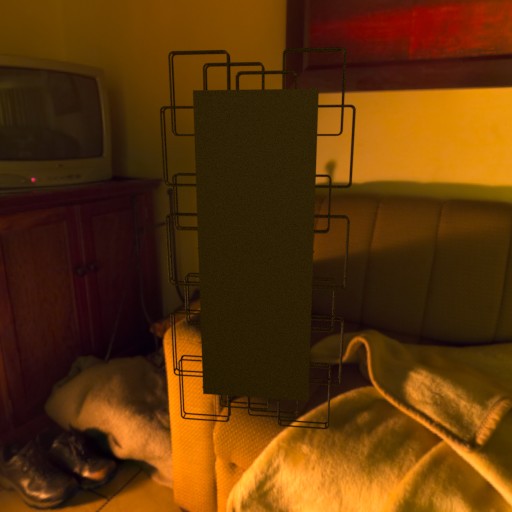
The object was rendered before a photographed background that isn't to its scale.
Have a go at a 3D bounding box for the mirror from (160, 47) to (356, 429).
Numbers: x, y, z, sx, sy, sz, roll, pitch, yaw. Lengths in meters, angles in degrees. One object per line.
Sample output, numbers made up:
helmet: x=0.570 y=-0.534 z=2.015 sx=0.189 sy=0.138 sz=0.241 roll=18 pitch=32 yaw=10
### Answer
mirror: x=0.000 y=0.000 z=1.393 sx=0.565 sy=1.192 sz=0.037 roll=2 pitch=15 yaw=6
